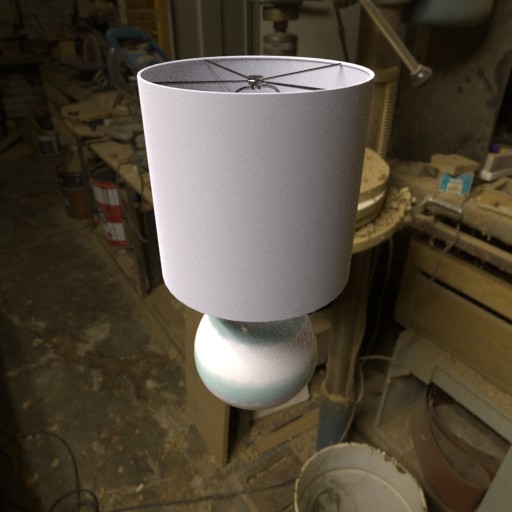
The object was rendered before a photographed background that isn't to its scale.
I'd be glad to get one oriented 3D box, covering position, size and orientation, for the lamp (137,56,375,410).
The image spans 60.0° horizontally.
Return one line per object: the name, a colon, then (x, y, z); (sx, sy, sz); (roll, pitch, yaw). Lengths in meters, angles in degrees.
lamp: (0.000, 0.000, 0.517); (0.217, 0.404, 0.217); (-18, 35, -28)
